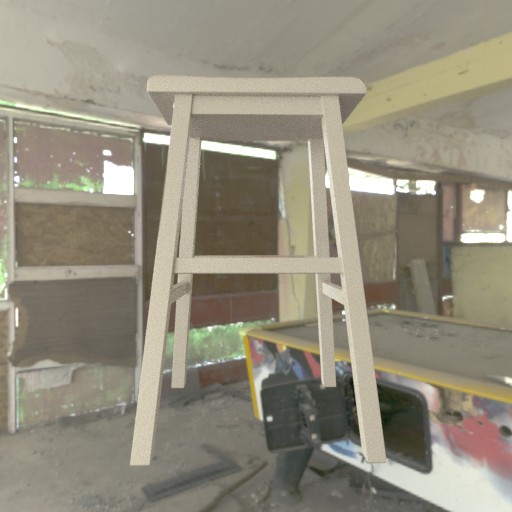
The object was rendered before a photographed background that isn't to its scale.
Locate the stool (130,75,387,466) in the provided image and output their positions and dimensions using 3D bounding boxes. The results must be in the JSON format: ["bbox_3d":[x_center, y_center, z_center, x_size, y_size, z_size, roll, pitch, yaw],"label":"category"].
[{"bbox_3d":[0.000,0.000,1.022,0.457,0.737,0.476,0,1,-1],"label":"stool"}]
